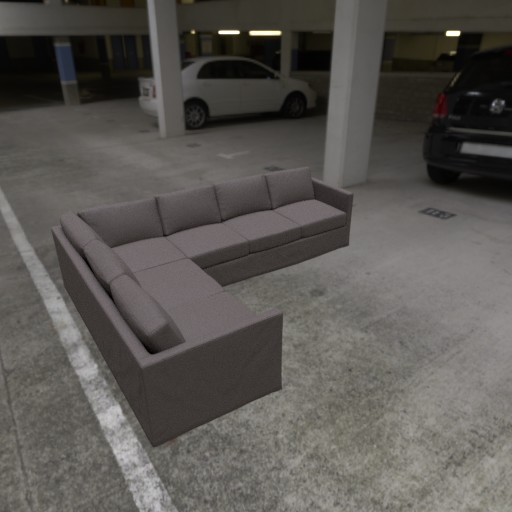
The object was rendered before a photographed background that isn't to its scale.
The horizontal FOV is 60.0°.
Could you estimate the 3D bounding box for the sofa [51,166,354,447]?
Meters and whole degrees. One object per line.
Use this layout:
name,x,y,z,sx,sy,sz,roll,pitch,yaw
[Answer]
sofa,0.000,0.000,4.288,3.182,0.871,2.432,-17,32,-30
